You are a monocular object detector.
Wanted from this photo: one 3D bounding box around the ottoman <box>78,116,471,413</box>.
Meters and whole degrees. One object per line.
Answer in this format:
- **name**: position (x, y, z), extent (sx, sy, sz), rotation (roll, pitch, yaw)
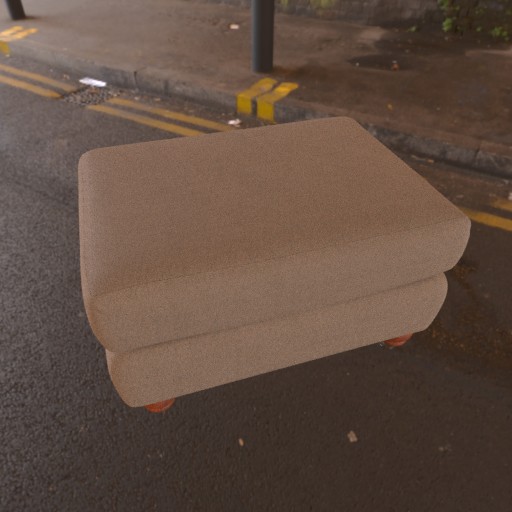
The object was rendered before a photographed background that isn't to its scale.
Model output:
- **ottoman**: position (0.000, 0.000, 1.120), extent (0.773, 0.504, 0.569), rotation (-12, 41, -14)
